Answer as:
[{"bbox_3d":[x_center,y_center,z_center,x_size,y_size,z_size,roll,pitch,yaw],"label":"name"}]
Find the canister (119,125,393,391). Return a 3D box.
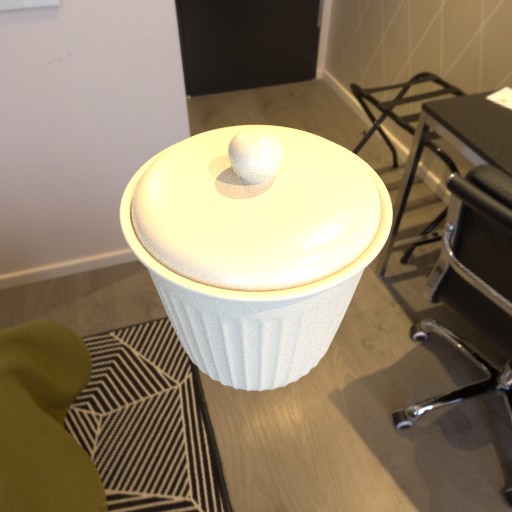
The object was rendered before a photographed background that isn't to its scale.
[{"bbox_3d":[0.000,0.000,0.342,0.181,0.211,0.181,0,45,0],"label":"canister"}]
